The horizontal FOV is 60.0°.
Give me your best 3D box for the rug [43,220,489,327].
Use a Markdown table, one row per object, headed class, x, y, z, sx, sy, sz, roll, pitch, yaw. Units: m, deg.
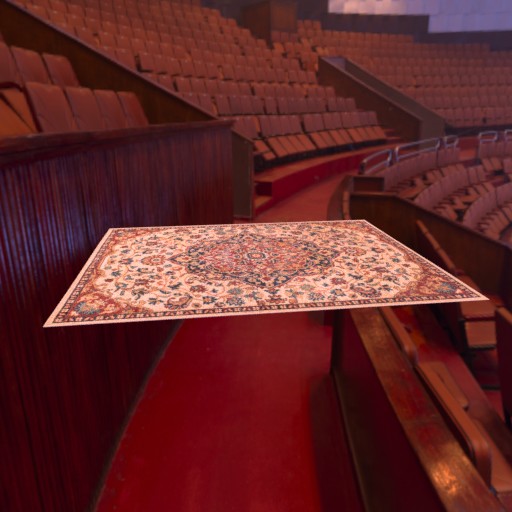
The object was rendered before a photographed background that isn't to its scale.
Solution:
| class | x | y | z | sx | sy | sz | roll | pitch | yaw |
| --- | --- | --- | --- | --- | --- | --- | --- | --- | --- |
| rug | 0.000 | 0.000 | 4.155 | 3.067 | 0.005 | 2.454 | -3 | 18 | -8 |
